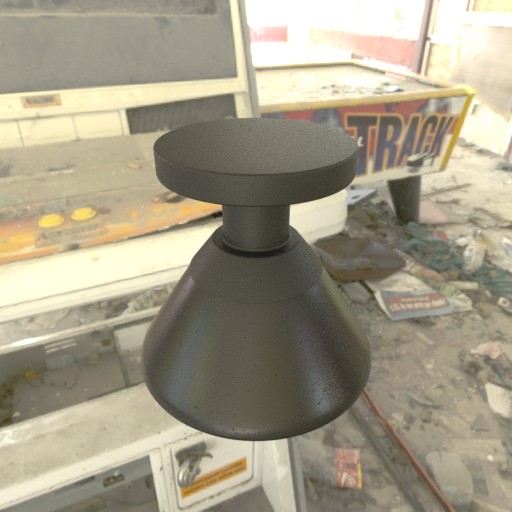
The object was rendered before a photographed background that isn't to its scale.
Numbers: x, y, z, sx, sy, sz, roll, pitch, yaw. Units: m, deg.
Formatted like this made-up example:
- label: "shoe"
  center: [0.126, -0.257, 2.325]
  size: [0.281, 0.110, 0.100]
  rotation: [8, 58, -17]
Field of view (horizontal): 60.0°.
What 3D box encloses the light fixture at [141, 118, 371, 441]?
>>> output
- label: "light fixture"
  center: [0.000, 0.000, 0.350]
  size: [0.200, 0.183, 0.200]
  rotation: [0, 30, 0]
